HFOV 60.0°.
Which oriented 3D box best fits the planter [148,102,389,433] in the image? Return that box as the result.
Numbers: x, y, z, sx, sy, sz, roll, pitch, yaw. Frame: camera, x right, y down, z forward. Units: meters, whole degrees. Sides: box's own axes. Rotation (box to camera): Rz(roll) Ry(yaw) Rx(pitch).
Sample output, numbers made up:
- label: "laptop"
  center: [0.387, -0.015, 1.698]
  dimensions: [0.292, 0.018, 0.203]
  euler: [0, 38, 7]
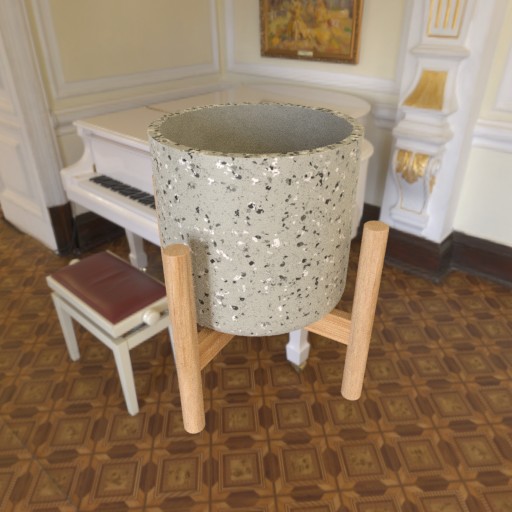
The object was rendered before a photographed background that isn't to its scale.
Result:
- label: "planter"
  center: [0.000, 0.000, 0.545]
  dimensions: [0.284, 0.320, 0.284]
  euler: [-21, 36, -31]
